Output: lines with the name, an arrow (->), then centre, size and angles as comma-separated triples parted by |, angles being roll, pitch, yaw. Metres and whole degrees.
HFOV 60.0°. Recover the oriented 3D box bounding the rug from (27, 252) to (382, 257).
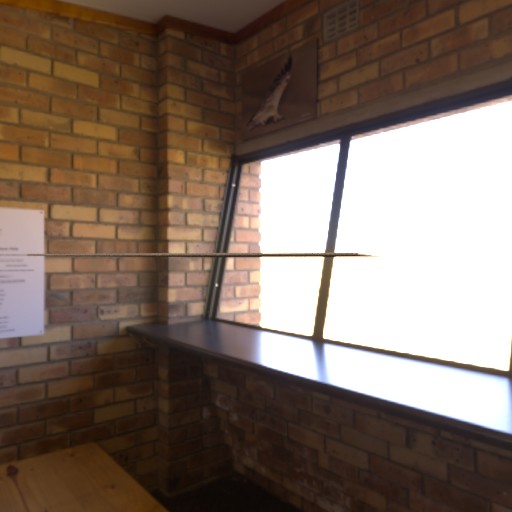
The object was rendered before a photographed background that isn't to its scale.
rug -> 0.000, 0.000, 2.345 | 1.220, 0.007, 1.828 | 0, 0, 18
